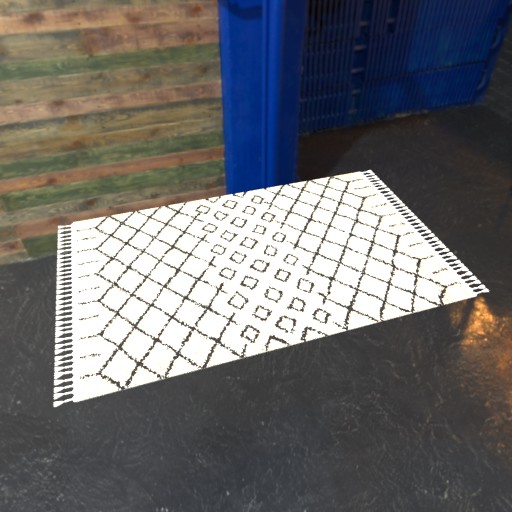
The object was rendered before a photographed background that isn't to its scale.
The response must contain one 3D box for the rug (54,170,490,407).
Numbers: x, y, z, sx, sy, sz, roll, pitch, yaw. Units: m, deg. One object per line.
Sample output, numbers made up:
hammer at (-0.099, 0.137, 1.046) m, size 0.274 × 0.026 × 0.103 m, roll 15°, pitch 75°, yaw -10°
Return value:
rug at (0.000, 0.000, 2.347) m, size 2.006 × 0.008 × 1.196 m, roll -12°, pitch 43°, yaw -13°
